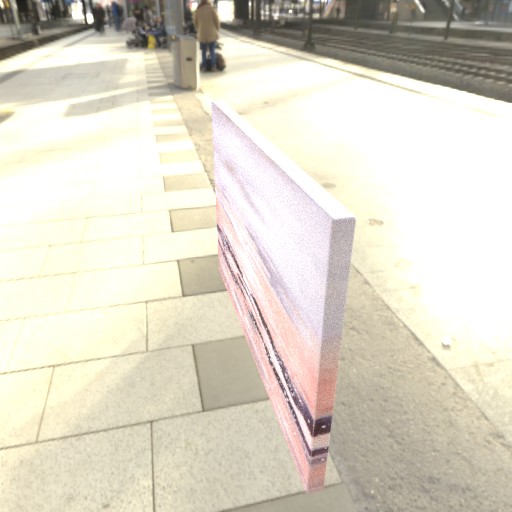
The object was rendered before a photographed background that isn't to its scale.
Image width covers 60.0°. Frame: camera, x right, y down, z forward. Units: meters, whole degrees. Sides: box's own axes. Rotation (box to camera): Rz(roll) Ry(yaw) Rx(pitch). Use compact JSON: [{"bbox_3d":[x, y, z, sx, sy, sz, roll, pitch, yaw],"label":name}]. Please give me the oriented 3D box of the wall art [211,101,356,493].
[{"bbox_3d":[0.000,0.000,1.137,0.038,0.609,0.913,-8,30,-13],"label":"wall art"}]
